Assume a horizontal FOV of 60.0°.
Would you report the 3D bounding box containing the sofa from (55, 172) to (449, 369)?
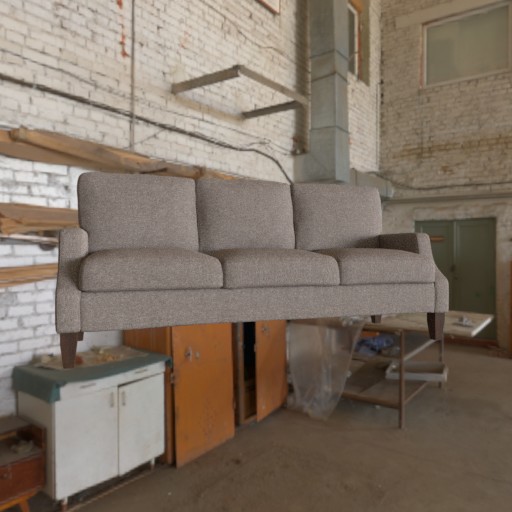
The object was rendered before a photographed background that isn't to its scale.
[{"bbox_3d":[0.000,0.000,2.643,2.115,0.984,0.888,0,1,-18],"label":"sofa"}]
